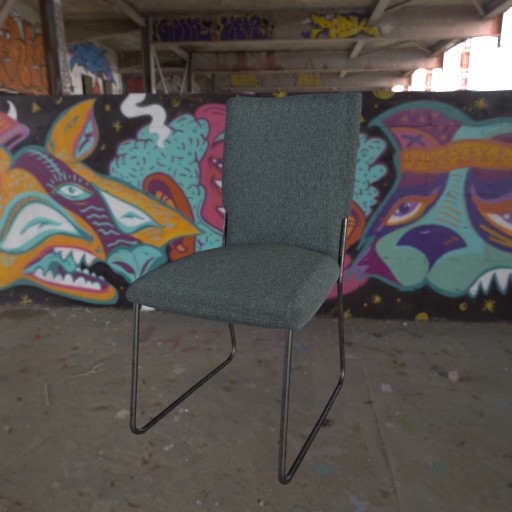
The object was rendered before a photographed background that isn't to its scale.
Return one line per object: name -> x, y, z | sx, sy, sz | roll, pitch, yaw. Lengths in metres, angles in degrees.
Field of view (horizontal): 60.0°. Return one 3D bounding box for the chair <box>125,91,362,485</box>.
chair -> 0.000, 0.000, 1.261 | 0.480, 0.931, 0.635 | 6, 14, 25
